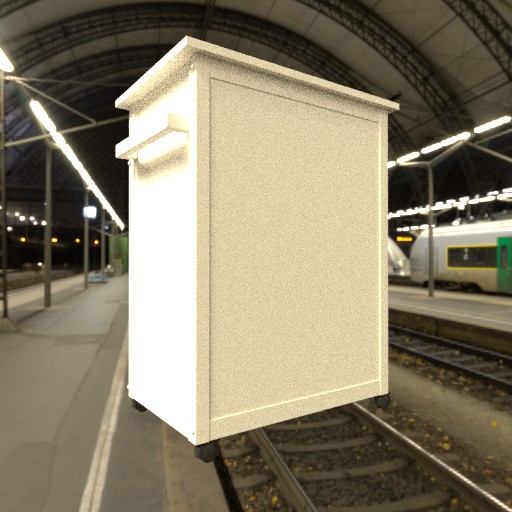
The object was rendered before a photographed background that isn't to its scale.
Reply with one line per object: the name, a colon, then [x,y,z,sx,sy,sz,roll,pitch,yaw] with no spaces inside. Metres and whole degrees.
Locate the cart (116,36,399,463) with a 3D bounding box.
cart: [0.000,0.000,1.238,0.683,0.864,0.442,0,0,-35]
